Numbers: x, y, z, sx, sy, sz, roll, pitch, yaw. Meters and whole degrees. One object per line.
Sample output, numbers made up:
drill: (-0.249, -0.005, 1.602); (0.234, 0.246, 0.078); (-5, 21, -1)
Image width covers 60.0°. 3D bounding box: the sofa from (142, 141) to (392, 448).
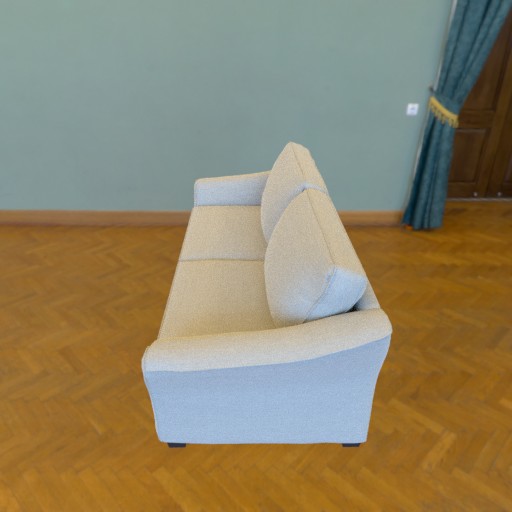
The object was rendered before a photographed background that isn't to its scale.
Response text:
sofa: (0.000, 0.000, 2.731); (0.980, 0.965, 2.270); (-1, 29, -1)
